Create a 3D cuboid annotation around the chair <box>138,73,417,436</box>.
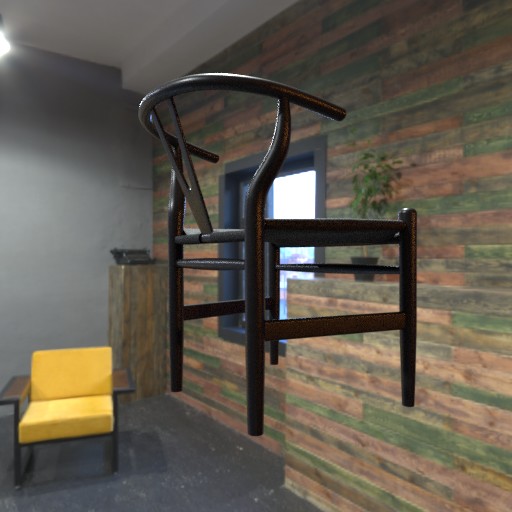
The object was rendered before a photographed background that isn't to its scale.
[{"bbox_3d":[0.000,0.000,1.139,0.579,0.730,0.569,0,0,-36],"label":"chair"}]
